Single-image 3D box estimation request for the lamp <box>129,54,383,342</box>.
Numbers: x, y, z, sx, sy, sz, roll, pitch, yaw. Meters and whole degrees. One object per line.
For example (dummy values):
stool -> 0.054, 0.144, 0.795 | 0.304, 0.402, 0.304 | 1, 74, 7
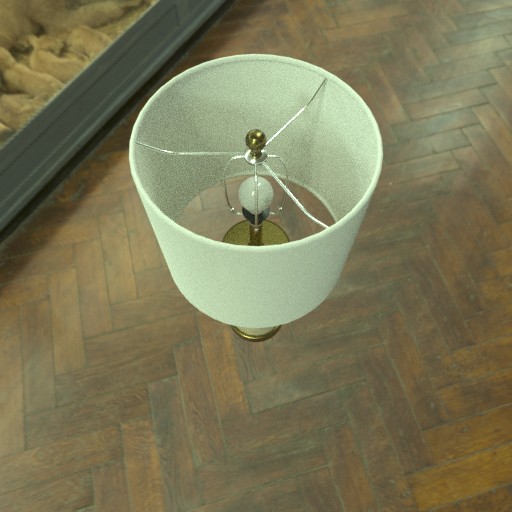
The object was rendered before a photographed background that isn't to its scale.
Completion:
lamp -> 0.000, 0.000, 0.806 | 0.305, 0.634, 0.305 | -1, 63, 0
